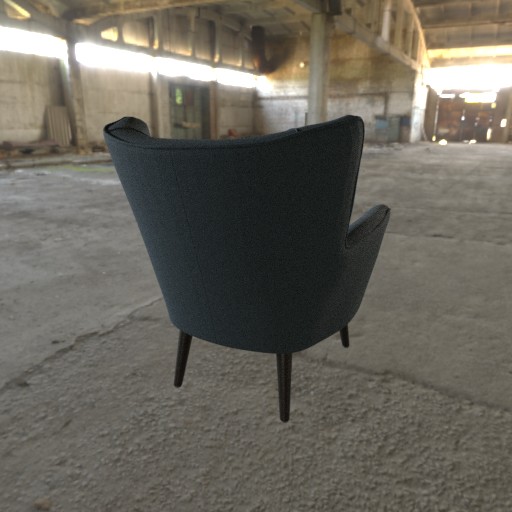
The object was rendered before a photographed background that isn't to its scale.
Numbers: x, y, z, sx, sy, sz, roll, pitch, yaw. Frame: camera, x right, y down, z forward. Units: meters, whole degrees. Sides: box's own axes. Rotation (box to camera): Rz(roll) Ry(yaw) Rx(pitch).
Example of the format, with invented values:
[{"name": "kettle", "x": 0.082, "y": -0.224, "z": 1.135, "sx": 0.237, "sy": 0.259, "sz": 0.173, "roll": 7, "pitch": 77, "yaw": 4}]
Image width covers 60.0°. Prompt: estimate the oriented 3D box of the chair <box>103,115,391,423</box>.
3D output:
[{"name": "chair", "x": 0.000, "y": 0.000, "z": 1.552, "sx": 0.781, "sy": 0.933, "sz": 0.888, "roll": 9, "pitch": 19, "yaw": 26}]
